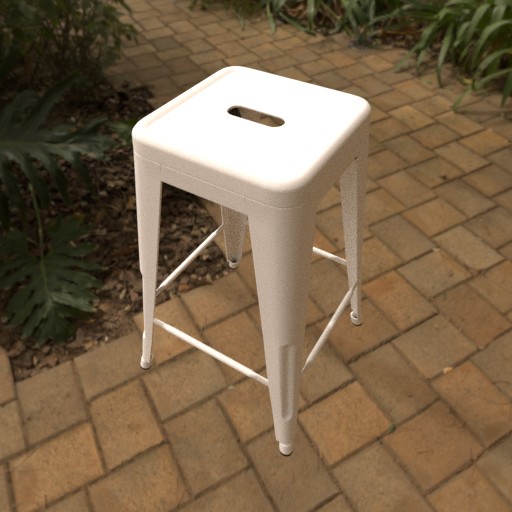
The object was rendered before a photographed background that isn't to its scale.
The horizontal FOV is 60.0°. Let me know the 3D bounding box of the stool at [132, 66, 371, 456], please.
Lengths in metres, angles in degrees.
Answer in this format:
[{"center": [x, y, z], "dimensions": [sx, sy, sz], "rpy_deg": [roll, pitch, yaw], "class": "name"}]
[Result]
[{"center": [0.000, 0.000, 0.878], "dimensions": [0.406, 0.610, 0.406], "rpy_deg": [24, 50, 21], "class": "stool"}]
